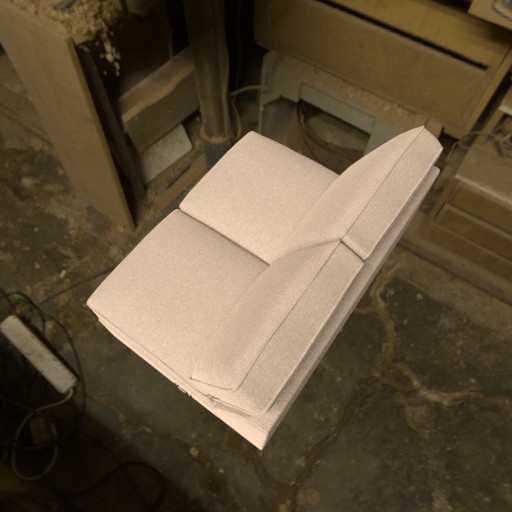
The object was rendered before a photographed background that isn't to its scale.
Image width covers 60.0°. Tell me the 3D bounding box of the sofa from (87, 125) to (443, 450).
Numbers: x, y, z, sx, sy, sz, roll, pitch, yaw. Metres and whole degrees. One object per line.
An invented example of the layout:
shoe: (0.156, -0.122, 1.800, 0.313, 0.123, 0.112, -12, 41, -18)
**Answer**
sofa: (0.000, 0.000, 1.961, 0.951, 1.008, 1.237, 32, 67, 15)
